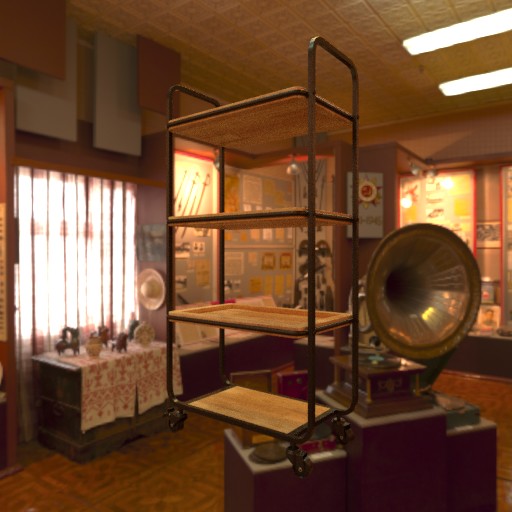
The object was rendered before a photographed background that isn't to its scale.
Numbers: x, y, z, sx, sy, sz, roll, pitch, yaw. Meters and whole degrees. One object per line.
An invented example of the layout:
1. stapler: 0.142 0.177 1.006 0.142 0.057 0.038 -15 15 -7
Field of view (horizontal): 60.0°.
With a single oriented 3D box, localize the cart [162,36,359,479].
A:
1. cart: 0.000 0.000 1.323 0.545 1.080 0.321 0 0 38
